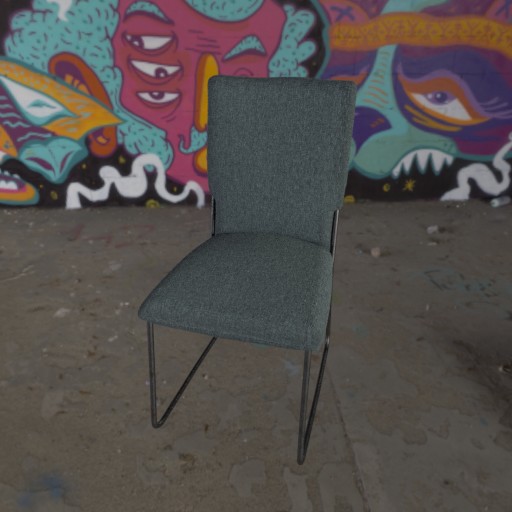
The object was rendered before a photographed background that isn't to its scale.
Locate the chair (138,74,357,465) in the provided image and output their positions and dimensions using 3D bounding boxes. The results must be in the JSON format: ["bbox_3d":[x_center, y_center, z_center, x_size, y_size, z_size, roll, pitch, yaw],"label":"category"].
[{"bbox_3d":[0.000,0.000,1.294,0.480,0.931,0.635,8,28,15],"label":"chair"}]
